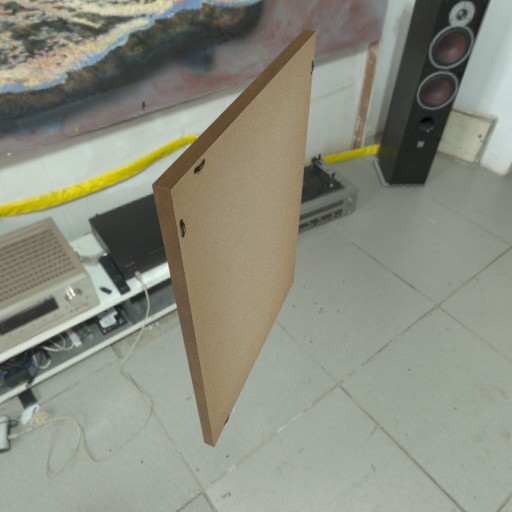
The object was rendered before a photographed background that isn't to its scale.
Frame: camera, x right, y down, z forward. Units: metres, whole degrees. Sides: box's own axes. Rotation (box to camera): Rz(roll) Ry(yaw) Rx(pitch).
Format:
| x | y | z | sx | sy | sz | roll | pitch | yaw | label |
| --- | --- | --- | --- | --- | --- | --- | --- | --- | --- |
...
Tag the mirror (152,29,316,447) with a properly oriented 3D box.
| x | y | z | sx | sy | sz | roll | pitch | yaw | label |
| --- | --- | --- | --- | --- | --- | --- | --- | --- | --- |
| 0.000 | 0.000 | 1.307 | 0.040 | 1.016 | 0.762 | 17 | 48 | 16 | mirror |
